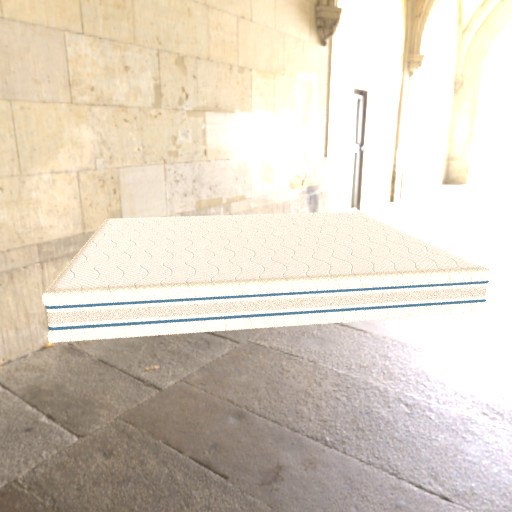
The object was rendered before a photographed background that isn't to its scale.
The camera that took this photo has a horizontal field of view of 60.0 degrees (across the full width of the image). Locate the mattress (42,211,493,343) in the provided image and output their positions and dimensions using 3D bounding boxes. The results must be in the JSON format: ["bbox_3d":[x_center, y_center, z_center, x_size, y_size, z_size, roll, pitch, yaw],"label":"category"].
[{"bbox_3d":[0.000,0.000,2.709,2.000,0.230,1.600,-3,16,-9],"label":"mattress"}]
